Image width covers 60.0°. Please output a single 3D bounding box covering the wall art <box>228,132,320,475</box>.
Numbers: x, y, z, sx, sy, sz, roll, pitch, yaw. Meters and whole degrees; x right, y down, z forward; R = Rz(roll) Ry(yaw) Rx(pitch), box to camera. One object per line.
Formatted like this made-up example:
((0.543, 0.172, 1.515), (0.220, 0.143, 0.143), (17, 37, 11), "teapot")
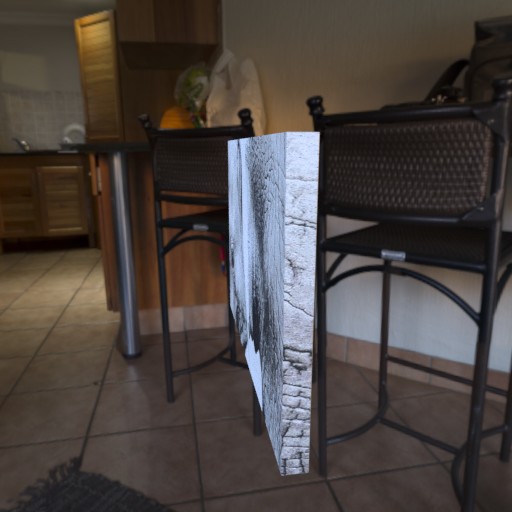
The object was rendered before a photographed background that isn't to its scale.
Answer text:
((0.000, 0.000, 0.793), (0.035, 0.407, 0.613), (-2, 14, -9), "wall art")
